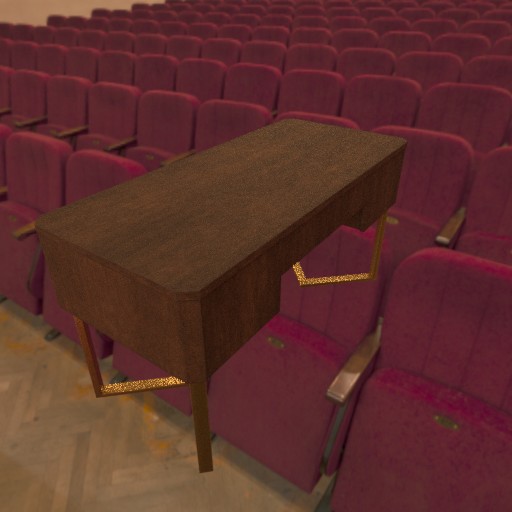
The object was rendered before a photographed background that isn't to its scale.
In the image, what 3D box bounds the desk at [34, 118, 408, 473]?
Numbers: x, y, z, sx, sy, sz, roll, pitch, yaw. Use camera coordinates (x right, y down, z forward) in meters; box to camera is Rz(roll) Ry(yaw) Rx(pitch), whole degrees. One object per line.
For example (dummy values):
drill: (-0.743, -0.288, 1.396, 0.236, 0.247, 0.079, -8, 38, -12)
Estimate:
desk: (0.000, 0.000, 1.889, 0.684, 0.762, 1.479, 21, 37, 30)
